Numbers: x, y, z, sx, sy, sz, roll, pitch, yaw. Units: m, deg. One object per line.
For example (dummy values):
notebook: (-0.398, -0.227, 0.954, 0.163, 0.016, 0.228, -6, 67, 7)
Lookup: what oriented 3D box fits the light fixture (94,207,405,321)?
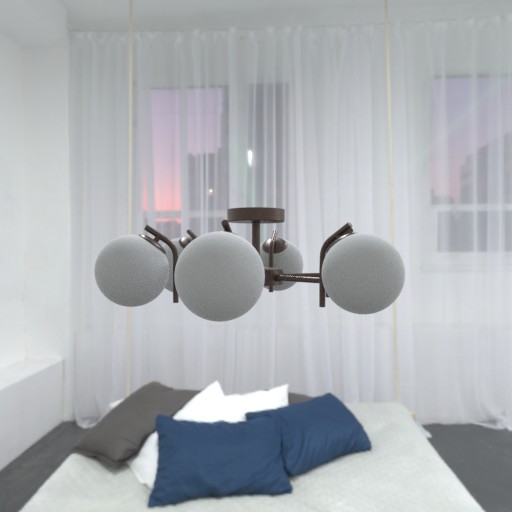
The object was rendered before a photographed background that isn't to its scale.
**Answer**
light fixture: (0.000, 0.000, 0.966, 0.662, 0.201, 0.662, 0, 1, 0)
